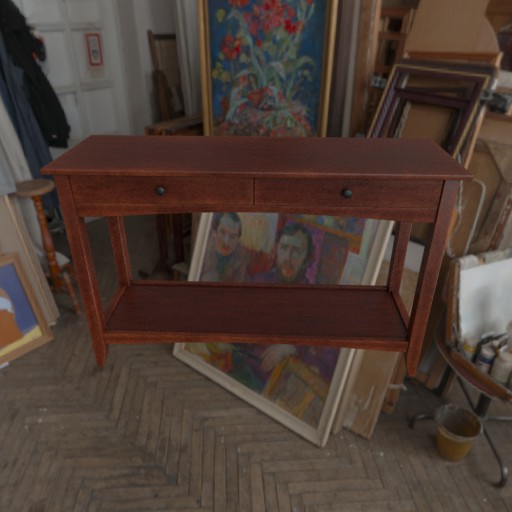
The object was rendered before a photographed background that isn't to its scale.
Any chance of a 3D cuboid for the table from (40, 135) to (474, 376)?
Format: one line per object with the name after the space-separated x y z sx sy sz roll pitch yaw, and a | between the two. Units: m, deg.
0.000 0.000 1.558 1.188 0.739 0.392 1 29 2 | table
